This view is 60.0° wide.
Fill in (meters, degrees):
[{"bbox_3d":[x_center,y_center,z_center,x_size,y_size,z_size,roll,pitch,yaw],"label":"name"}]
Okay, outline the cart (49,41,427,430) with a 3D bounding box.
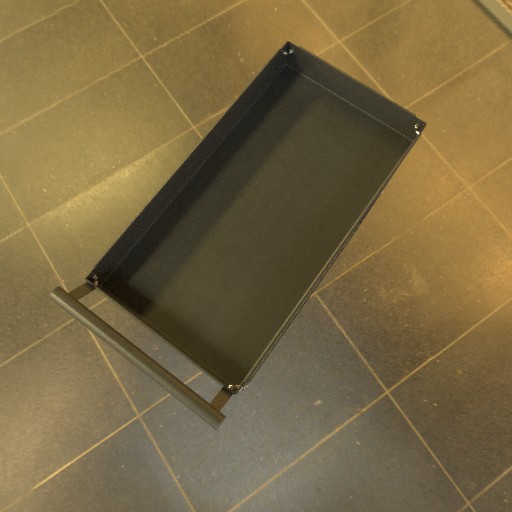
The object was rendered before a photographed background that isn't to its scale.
[{"bbox_3d":[0.000,0.000,1.183,0.366,0.780,0.719,35,77,9],"label":"cart"}]
